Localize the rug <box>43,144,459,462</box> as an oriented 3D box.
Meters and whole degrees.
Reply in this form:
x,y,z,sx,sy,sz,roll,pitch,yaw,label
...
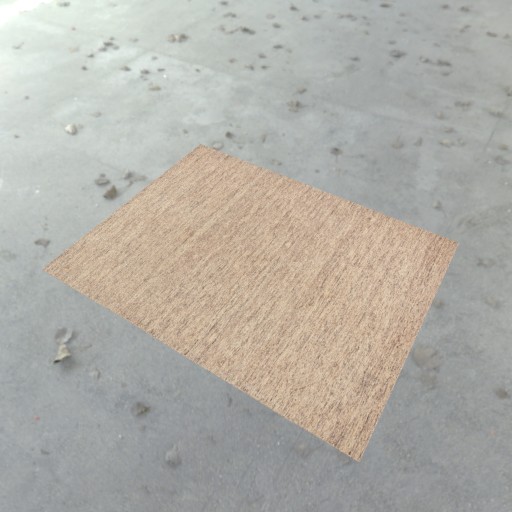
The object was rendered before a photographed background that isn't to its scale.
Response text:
x,y,z,sx,sy,sz,roll,pitch,yaw,label
0.000,0.000,4.271,3.205,0.013,2.448,25,52,21,rug
